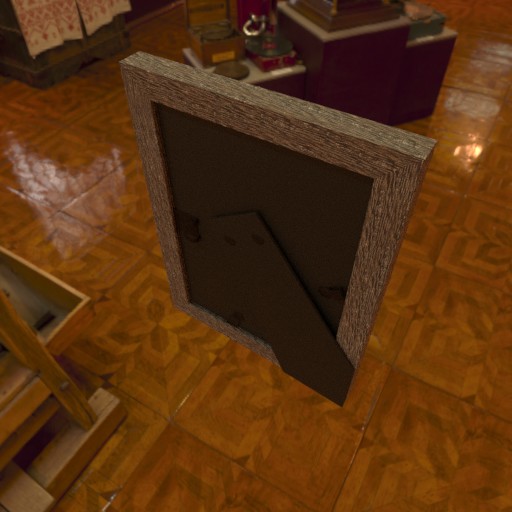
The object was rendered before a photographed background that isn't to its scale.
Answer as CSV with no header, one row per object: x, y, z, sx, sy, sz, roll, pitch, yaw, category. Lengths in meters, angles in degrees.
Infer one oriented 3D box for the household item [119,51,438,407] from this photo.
0.000,0.000,0.278,0.160,0.210,0.020,25,52,22,household item
